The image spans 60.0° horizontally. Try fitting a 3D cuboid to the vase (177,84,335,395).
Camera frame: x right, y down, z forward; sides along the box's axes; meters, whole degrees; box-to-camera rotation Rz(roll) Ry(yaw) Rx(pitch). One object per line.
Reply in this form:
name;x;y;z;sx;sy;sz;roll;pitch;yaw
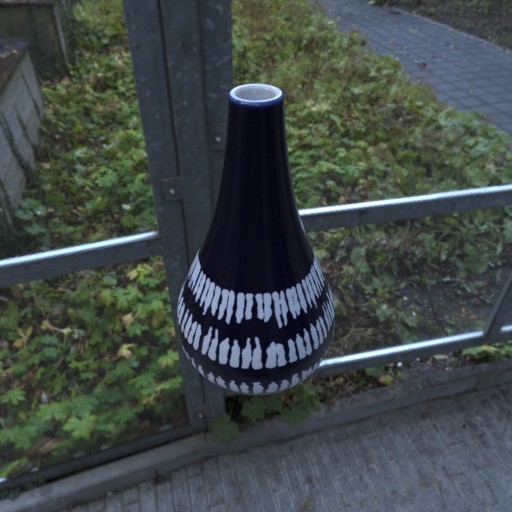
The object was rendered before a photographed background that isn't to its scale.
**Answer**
vase;0.000;0.000;0.402;0.159;0.295;0.159;0;39;0
